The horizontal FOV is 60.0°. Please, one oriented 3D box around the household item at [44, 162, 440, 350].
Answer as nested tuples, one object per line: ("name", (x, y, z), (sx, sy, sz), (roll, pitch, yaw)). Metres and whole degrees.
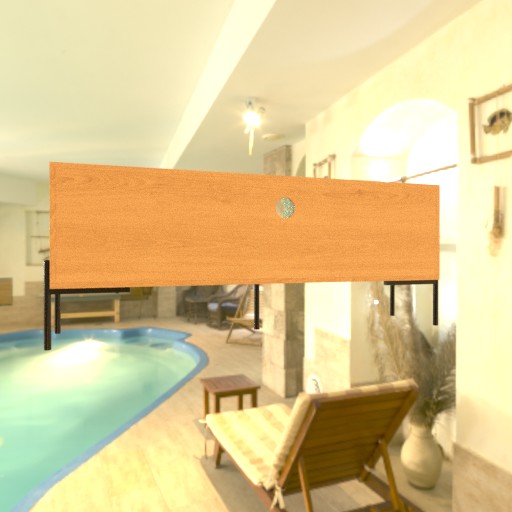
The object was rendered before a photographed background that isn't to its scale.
("household item", (0.000, 0.000, 1.826), (1.550, 0.600, 0.400), (0, 0, -19))
